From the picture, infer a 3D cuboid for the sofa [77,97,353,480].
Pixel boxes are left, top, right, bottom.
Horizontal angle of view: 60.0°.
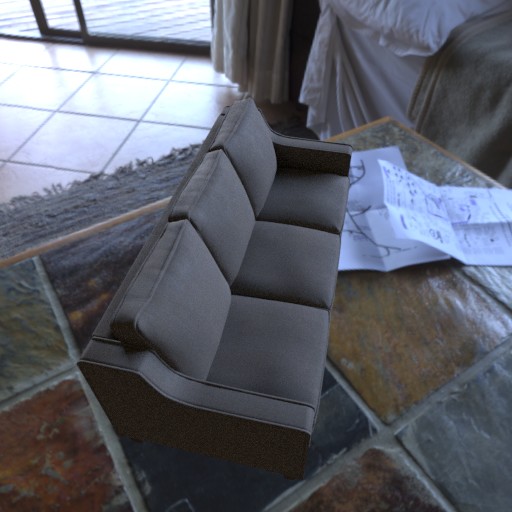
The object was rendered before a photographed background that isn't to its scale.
[{"bbox_3d":[0.000,0.000,2.467,0.911,0.974,1.986,9,47,9],"label":"sofa"}]
